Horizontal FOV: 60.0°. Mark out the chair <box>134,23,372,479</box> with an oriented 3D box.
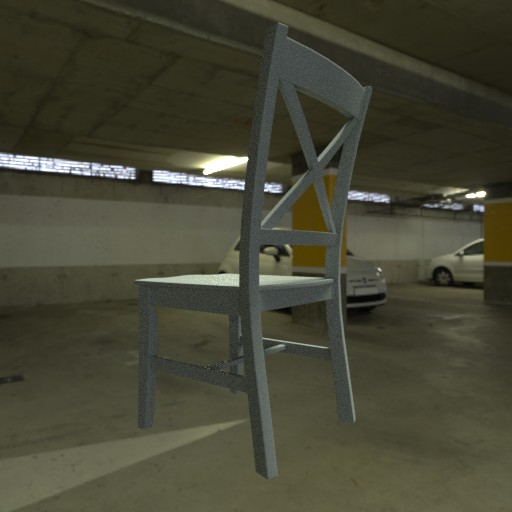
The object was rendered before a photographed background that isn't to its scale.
[{"bbox_3d":[0.000,0.000,1.274,0.542,0.983,0.485,0,1,38],"label":"chair"}]
